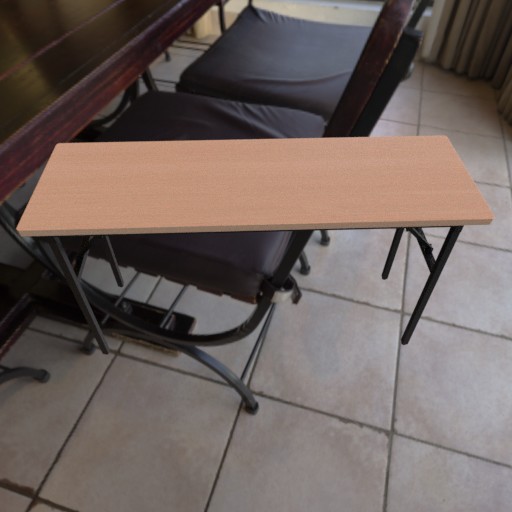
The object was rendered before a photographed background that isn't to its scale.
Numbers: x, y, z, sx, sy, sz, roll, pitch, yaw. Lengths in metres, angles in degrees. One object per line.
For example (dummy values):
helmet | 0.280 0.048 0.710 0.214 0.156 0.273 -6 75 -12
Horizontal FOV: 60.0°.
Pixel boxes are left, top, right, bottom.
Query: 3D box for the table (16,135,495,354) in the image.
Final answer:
table | 0.000 0.000 1.712 1.397 0.750 0.447 -2 47 -1
